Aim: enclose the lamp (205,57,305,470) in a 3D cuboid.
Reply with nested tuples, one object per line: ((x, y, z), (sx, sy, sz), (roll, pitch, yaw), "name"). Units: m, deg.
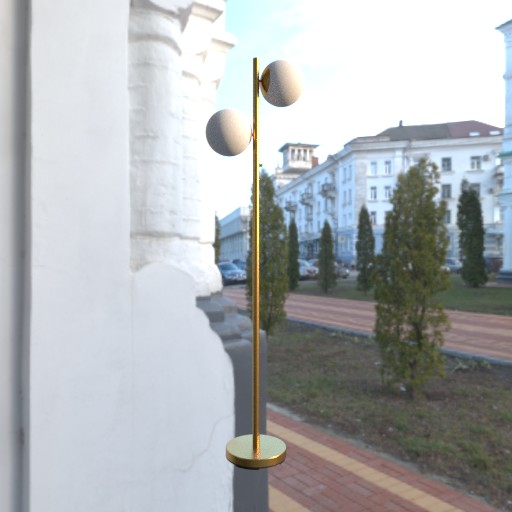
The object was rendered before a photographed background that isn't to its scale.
((0.000, 0.000, 1.826), (0.419, 1.641, 0.249), (0, -1, -18), "lamp")
